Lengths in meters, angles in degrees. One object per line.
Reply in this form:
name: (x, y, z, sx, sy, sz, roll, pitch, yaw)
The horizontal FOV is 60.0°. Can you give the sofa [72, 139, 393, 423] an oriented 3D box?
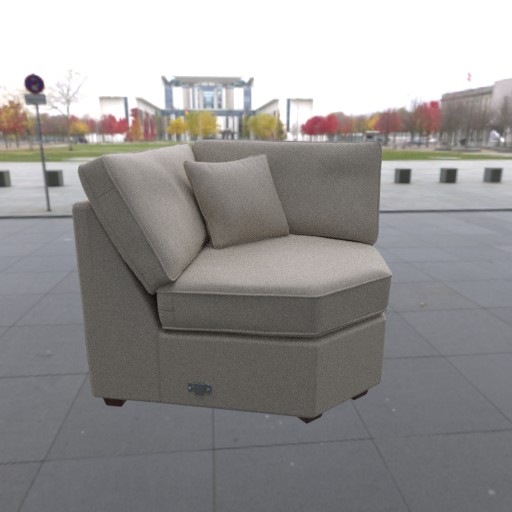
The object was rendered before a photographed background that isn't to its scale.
sofa: (0.000, 0.000, 1.844, 1.042, 0.937, 1.050, 2, 15, 9)
